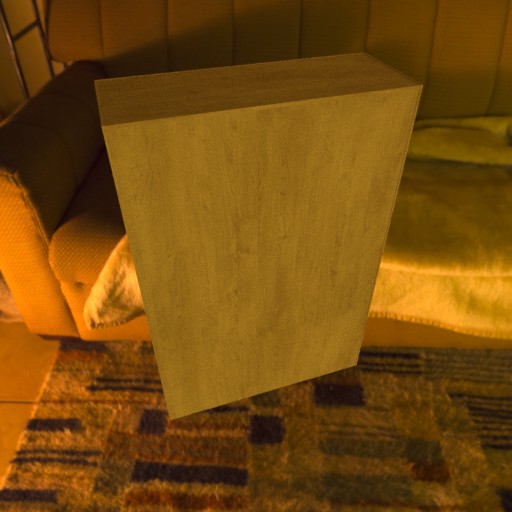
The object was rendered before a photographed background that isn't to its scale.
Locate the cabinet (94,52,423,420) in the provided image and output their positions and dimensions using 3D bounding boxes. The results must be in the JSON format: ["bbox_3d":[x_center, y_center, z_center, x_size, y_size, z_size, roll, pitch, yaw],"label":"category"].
[{"bbox_3d":[0.000,0.000,2.477,1.290,1.910,0.510,-12,41,-14],"label":"cabinet"}]
